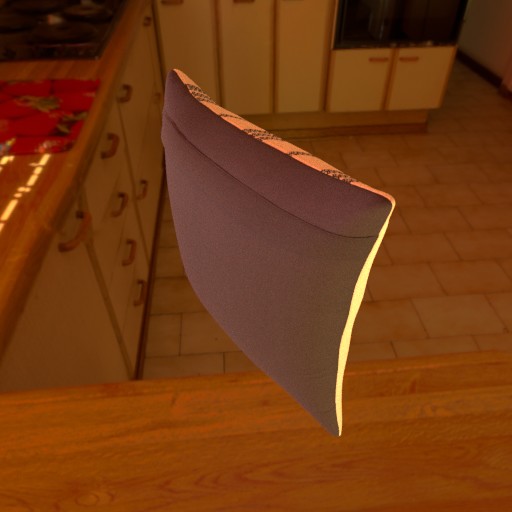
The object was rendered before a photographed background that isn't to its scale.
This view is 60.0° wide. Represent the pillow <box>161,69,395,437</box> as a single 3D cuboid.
[{"bbox_3d":[0.000,0.000,0.625,0.173,0.406,0.405,-25,47,-26],"label":"pillow"}]
